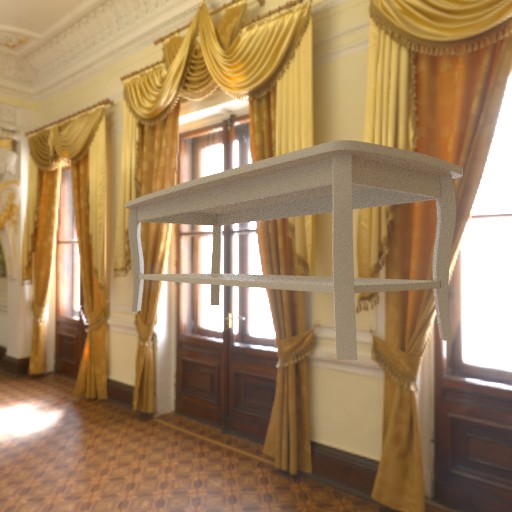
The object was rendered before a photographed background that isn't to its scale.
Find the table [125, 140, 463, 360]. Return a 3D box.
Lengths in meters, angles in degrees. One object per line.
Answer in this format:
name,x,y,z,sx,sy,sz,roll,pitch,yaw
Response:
table,0.000,0.000,1.593,0.561,0.474,1.334,1,-1,-37
